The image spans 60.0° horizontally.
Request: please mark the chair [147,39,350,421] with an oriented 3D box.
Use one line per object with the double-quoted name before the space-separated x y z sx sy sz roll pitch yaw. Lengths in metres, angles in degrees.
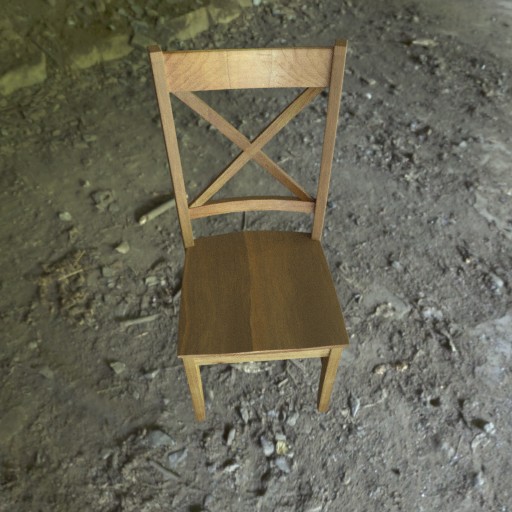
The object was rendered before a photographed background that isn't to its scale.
"chair" 0.000 0.000 1.264 0.485 0.983 0.542 -3 47 -3
